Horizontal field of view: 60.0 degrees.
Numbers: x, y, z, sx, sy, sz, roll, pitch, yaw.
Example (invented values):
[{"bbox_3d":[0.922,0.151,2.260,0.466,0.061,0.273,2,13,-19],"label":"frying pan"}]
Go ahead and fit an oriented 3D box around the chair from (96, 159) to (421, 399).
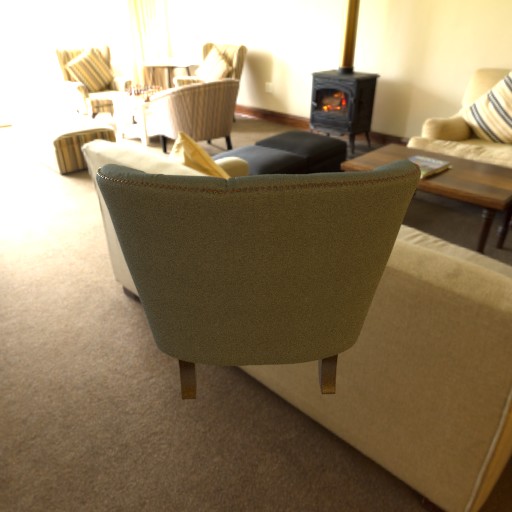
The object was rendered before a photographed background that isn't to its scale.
[{"bbox_3d":[0.000,0.000,1.536,0.848,0.868,0.906,-1,29,-2],"label":"chair"}]
